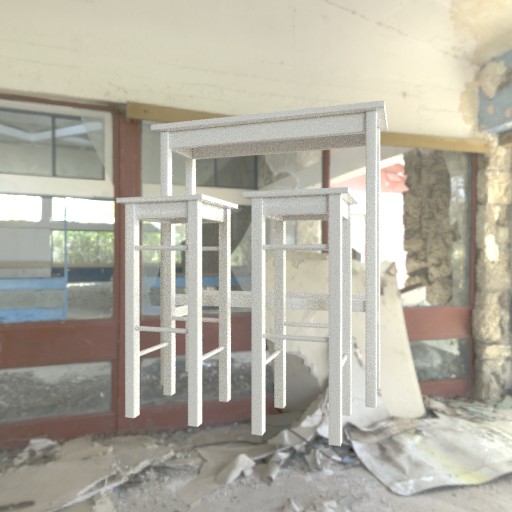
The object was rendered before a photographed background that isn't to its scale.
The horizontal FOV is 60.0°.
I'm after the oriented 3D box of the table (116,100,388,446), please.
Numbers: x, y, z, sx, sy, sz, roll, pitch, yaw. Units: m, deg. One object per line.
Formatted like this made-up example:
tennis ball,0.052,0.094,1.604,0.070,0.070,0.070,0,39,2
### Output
table,0.000,0.000,1.645,0.915,1.065,0.650,0,0,18
